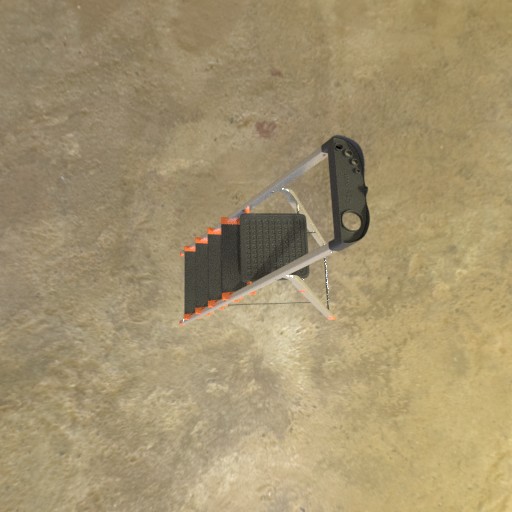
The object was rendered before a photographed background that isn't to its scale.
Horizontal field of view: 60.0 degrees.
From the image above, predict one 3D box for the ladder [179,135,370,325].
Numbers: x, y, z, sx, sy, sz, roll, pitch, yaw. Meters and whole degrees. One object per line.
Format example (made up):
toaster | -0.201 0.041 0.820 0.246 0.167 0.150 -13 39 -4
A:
ladder | 0.000 0.000 2.089 0.995 1.646 0.480 -2 77 0
